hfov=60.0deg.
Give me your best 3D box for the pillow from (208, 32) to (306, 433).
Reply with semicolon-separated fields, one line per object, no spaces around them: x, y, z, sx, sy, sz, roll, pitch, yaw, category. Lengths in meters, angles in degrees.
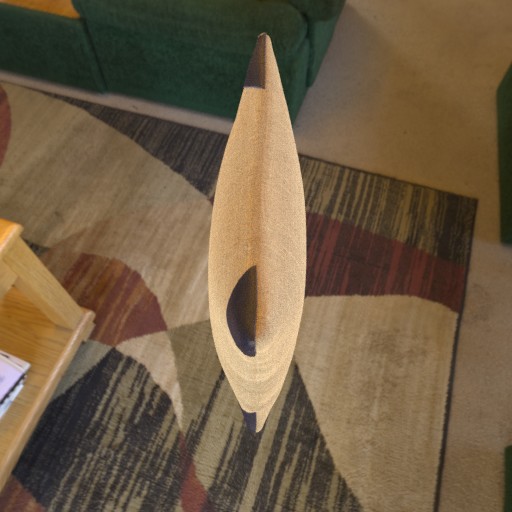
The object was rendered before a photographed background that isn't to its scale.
0.000;0.000;0.671;0.147;0.441;0.440;1;60;0;pillow
